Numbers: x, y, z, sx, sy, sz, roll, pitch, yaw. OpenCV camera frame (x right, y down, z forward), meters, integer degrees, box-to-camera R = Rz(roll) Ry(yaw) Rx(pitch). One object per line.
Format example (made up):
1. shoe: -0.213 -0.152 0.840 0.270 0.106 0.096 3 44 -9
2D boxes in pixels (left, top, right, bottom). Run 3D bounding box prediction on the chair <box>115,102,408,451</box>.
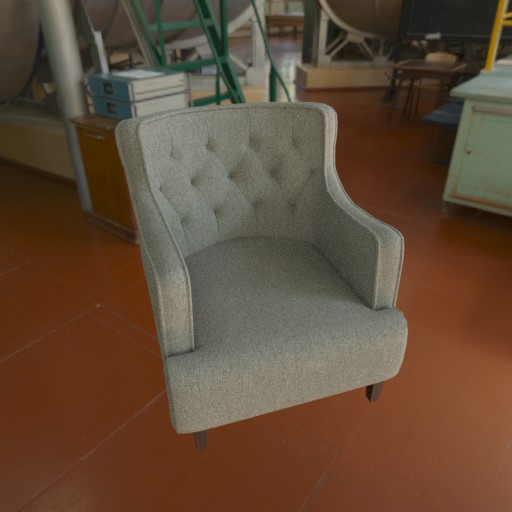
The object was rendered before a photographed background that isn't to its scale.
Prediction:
1. chair: 0.000 0.000 1.591 0.820 0.920 0.910 -10 32 -16
